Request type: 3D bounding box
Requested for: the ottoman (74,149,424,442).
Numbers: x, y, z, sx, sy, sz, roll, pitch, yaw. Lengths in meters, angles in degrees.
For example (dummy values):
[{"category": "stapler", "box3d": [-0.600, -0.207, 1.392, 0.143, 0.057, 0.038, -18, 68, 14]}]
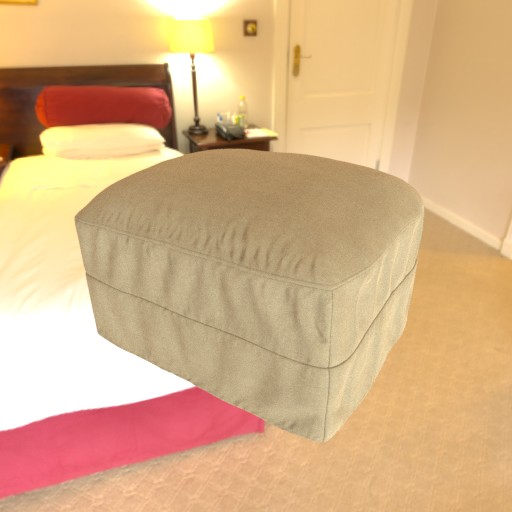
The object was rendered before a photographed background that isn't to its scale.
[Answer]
[{"category": "ottoman", "box3d": [0.000, 0.000, 1.115, 0.712, 0.480, 0.584, 17, 33, 29]}]
